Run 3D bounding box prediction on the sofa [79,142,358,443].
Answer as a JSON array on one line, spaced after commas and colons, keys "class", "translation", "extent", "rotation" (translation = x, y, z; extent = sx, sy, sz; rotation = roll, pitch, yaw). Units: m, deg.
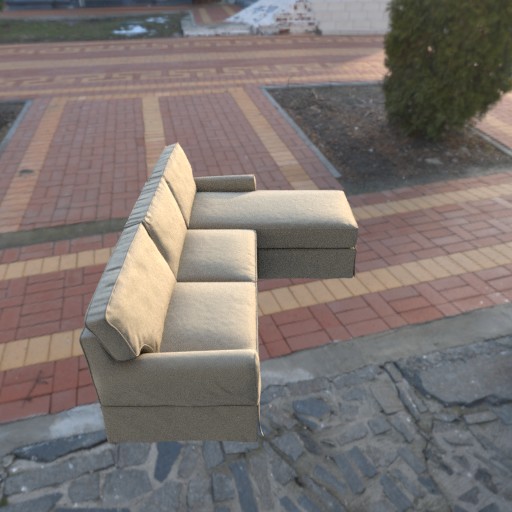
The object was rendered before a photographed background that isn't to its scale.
[{"class": "sofa", "translation": [0.000, 0.000, 3.283], "extent": [1.733, 0.978, 2.475], "rotation": [0, 33, 0]}]
